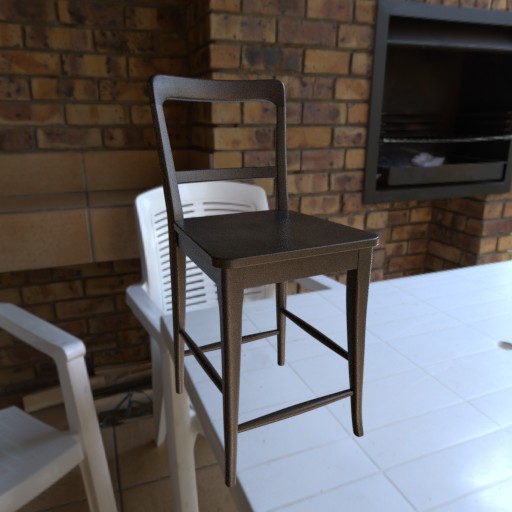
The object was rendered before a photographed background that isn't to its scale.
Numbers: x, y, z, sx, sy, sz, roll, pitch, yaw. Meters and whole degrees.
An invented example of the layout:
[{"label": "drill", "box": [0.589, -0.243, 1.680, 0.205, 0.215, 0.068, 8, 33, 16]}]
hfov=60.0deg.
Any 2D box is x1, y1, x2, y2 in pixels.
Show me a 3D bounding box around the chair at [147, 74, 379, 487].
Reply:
[{"label": "chair", "box": [0.000, 0.000, 1.264, 0.450, 0.991, 0.546, -8, 19, -26]}]
